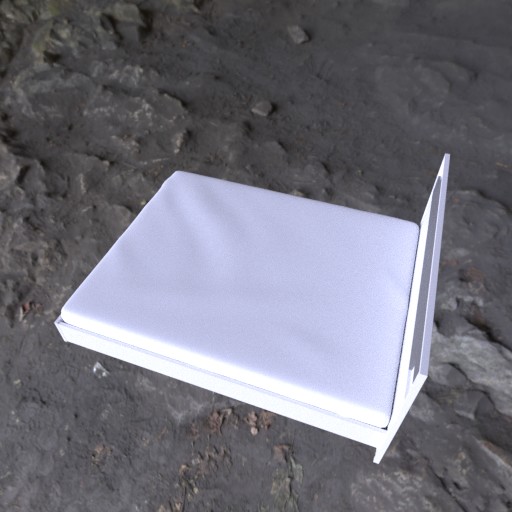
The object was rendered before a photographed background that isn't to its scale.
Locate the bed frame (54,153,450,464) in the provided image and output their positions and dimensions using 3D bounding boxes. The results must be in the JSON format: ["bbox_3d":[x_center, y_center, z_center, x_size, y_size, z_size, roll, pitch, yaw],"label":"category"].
[{"bbox_3d":[0.000,0.000,2.967,2.100,1.001,1.711,15,48,14],"label":"bed frame"}]
